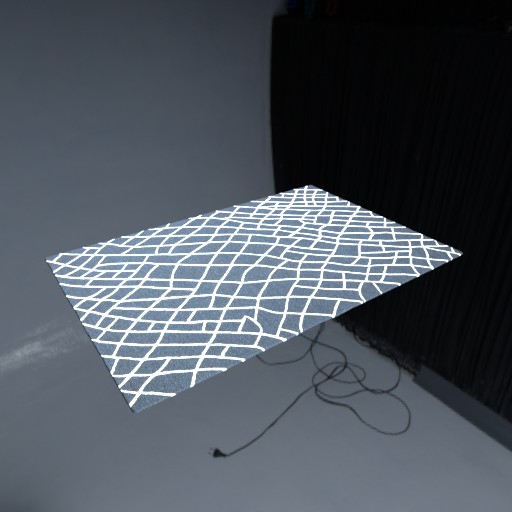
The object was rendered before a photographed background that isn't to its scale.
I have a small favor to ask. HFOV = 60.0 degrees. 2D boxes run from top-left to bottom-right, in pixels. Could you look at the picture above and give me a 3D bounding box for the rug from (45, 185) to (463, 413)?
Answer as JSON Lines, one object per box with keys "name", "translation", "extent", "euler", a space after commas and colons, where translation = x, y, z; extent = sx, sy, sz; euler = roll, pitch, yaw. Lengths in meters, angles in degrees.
{"name": "rug", "translation": [0.000, 0.000, 2.322], "extent": [1.830, 0.013, 1.223], "euler": [-19, 35, -30]}
